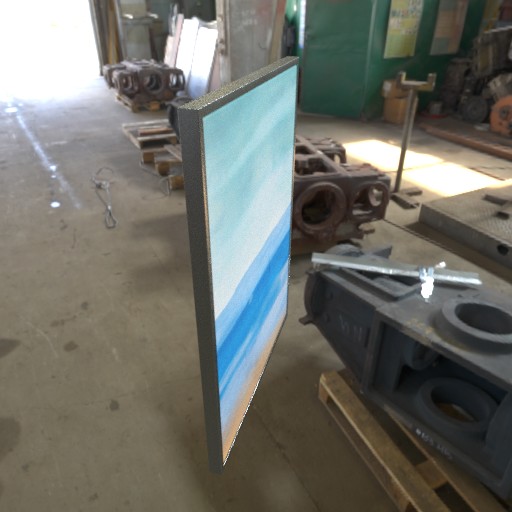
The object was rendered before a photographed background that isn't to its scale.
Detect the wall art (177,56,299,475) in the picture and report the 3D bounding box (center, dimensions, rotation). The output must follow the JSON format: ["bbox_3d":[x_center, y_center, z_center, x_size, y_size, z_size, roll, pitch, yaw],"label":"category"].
[{"bbox_3d":[0.000,0.000,1.389,0.041,1.062,0.803,9,32,15],"label":"wall art"}]
